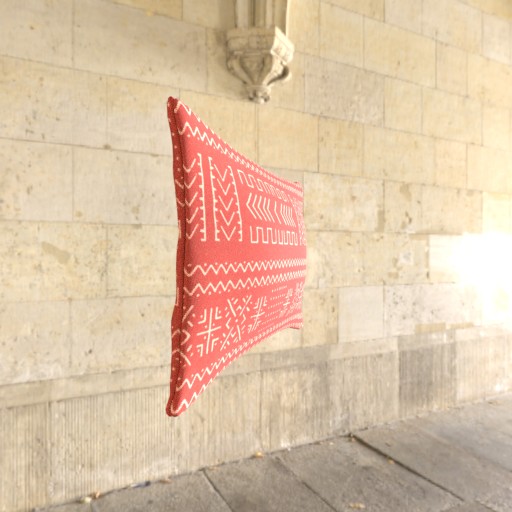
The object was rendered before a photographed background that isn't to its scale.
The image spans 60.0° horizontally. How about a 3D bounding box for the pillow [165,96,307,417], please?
[{"bbox_3d":[0.000,0.000,0.779,0.130,0.352,0.640,0,0,18],"label":"pillow"}]
